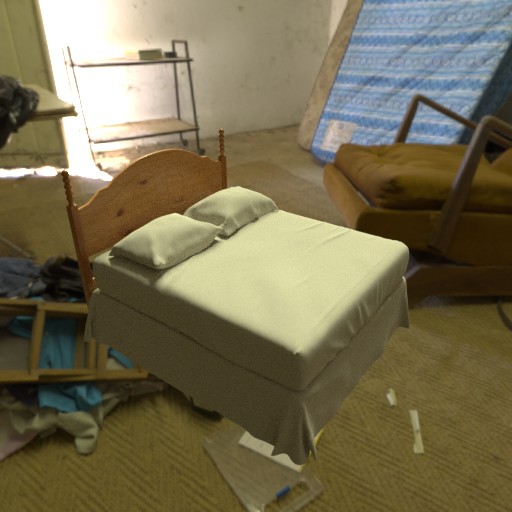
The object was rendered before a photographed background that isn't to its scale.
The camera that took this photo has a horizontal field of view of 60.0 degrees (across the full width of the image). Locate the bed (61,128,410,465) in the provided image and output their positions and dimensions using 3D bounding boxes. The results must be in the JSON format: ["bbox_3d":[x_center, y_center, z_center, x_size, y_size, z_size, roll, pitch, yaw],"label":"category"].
[{"bbox_3d":[0.000,0.000,3.307,2.040,1.356,1.873,19,33,32],"label":"bed"}]
